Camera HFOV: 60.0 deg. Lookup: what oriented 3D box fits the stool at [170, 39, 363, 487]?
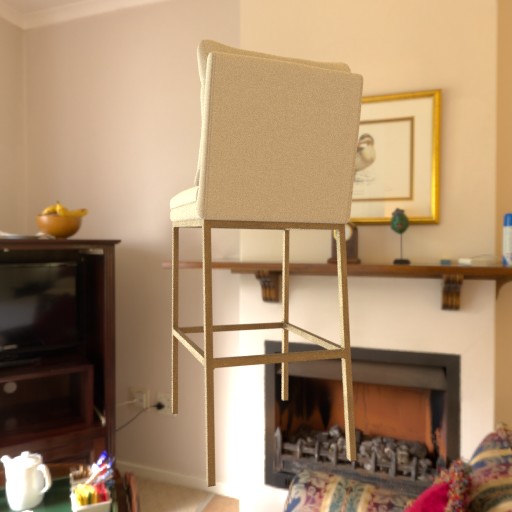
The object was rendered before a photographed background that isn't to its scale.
[{"bbox_3d":[0.000,0.000,1.400,0.463,1.125,0.572,0,1,-19],"label":"stool"}]
